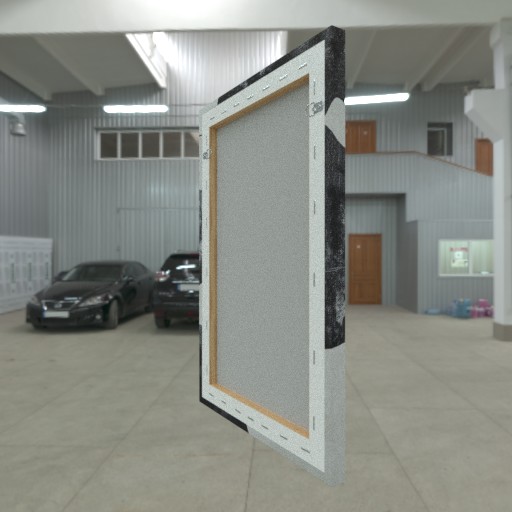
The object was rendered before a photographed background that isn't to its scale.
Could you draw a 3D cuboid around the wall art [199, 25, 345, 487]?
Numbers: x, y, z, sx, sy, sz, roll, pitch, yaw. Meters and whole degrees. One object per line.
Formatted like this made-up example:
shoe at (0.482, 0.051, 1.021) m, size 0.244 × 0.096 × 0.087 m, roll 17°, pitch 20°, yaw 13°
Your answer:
wall art at (0.000, 0.000, 1.143) m, size 0.041 × 0.915 × 0.610 m, roll 0°, pitch 0°, yaw -33°
